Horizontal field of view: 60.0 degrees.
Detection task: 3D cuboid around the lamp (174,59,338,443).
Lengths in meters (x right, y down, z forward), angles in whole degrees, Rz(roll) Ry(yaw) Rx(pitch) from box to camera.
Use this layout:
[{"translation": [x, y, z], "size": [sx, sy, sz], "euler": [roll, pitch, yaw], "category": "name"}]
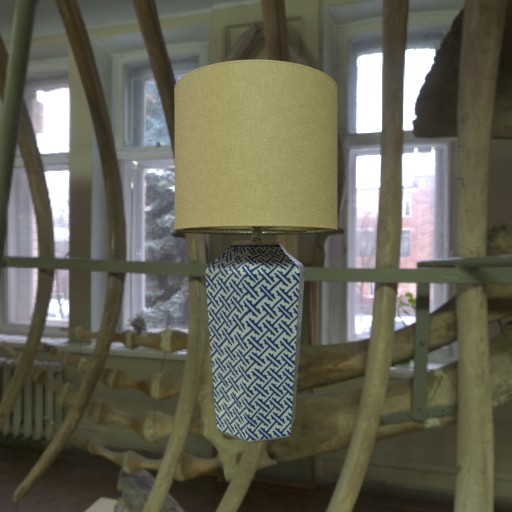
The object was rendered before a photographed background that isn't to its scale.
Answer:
[{"translation": [0.000, 0.000, 0.883], "size": [0.320, 0.682, 0.320], "euler": [0, 0, 15], "category": "lamp"}]
